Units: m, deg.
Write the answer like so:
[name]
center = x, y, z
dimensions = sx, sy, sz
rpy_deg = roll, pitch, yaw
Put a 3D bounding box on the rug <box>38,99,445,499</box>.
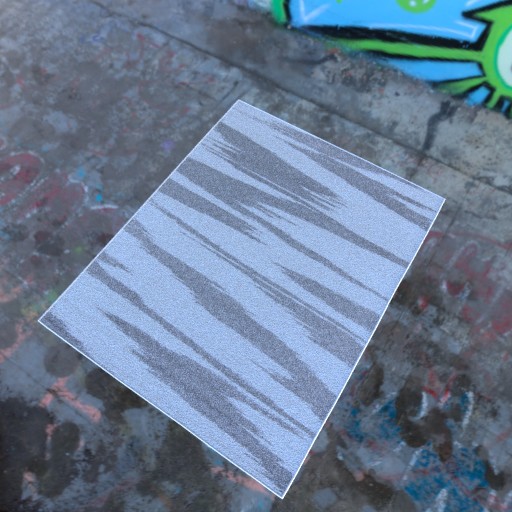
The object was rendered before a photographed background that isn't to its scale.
[rug]
center = 0.000, 0.000, 3.887
dimensions = 2.353, 0.014, 2.945
rpy_deg = 30, 67, 14
